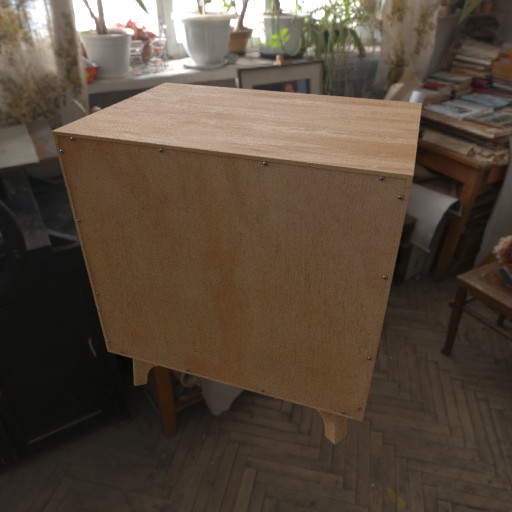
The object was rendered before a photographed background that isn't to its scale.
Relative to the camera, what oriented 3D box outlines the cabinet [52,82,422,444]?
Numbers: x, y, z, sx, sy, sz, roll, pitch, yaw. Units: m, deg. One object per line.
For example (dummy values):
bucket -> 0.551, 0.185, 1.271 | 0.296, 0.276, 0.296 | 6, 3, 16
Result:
cabinet -> 0.000, 0.000, 0.948 | 0.551, 0.599, 0.394 | 11, 35, 16
